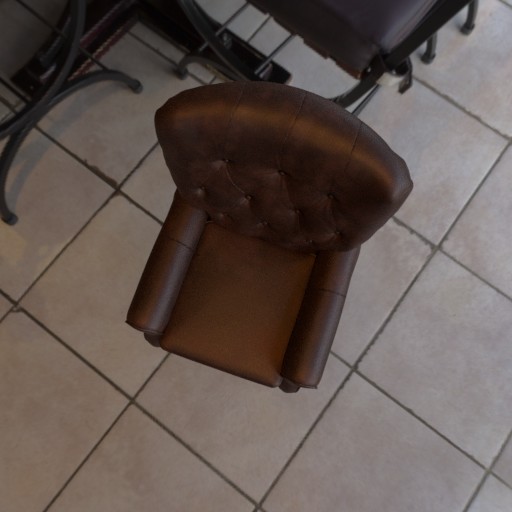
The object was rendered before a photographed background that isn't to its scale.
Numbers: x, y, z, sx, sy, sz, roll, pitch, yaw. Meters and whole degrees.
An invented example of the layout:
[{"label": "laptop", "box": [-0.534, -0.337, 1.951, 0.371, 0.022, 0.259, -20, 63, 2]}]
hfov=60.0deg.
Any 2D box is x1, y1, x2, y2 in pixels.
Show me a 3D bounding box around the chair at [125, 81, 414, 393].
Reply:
[{"label": "chair", "box": [0.000, 0.000, 1.984, 0.948, 1.158, 1.058, 18, 78, 4]}]
